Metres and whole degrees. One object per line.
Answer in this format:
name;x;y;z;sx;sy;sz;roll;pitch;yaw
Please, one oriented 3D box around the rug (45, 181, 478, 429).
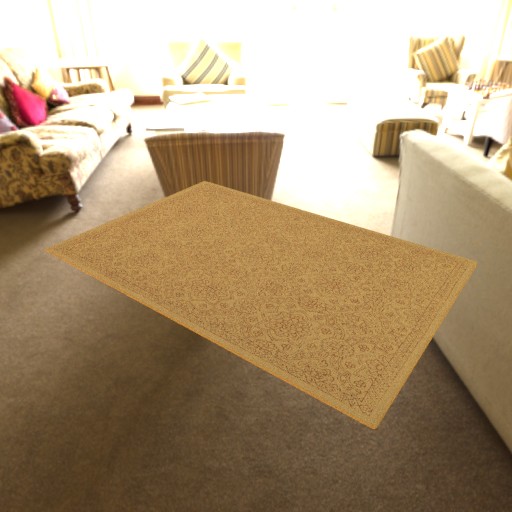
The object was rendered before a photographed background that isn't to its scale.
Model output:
rug;0.000;0.000;2.240;1.829;0.010;1.219;21;37;31
